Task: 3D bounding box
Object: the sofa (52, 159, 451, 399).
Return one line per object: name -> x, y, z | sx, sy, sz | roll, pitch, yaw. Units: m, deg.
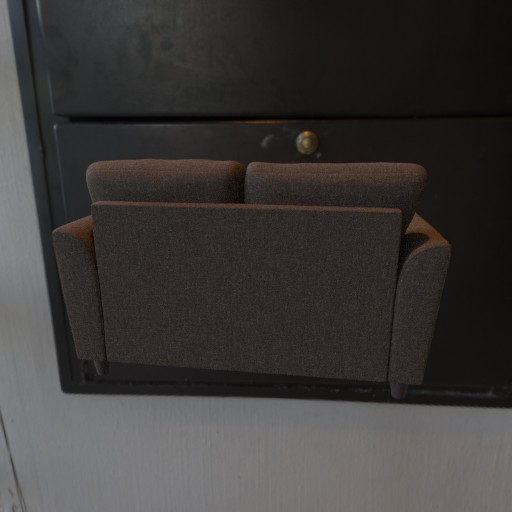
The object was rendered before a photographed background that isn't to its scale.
sofa -> 0.000, 0.000, 1.997 | 1.423, 0.885, 0.851 | 2, 17, 8
